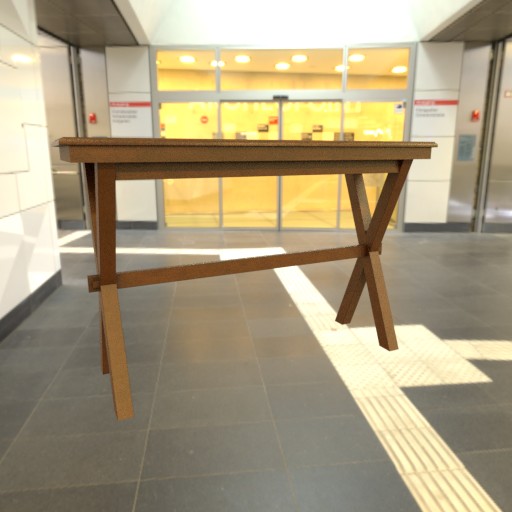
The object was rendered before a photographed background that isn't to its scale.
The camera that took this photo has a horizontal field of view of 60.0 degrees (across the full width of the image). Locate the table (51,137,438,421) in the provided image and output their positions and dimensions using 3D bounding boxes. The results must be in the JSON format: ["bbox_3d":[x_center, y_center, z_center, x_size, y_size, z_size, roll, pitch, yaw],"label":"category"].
[{"bbox_3d":[0.000,0.000,1.523,1.197,0.763,0.399,-6,15,-26],"label":"table"}]
